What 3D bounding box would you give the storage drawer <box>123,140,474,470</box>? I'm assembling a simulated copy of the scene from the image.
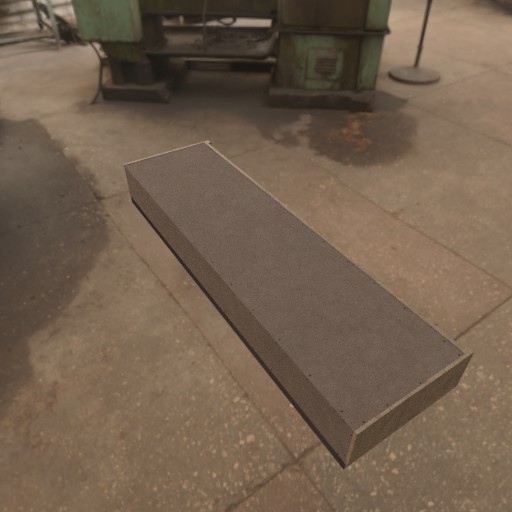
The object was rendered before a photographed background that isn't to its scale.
[{"bbox_3d":[0.000,0.000,2.274,0.591,0.274,2.072,-23,46,-25],"label":"storage drawer"}]
